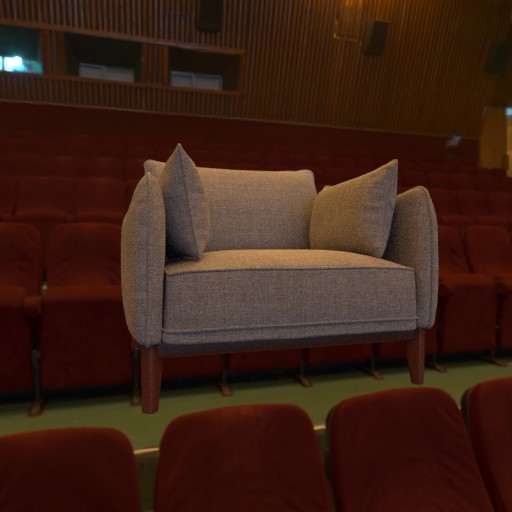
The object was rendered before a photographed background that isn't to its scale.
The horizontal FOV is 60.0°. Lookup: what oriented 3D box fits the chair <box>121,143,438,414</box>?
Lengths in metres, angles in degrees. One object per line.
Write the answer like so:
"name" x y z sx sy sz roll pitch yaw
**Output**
"chair" 0.000 0.000 1.713 0.993 0.839 0.976 0 1 -17
